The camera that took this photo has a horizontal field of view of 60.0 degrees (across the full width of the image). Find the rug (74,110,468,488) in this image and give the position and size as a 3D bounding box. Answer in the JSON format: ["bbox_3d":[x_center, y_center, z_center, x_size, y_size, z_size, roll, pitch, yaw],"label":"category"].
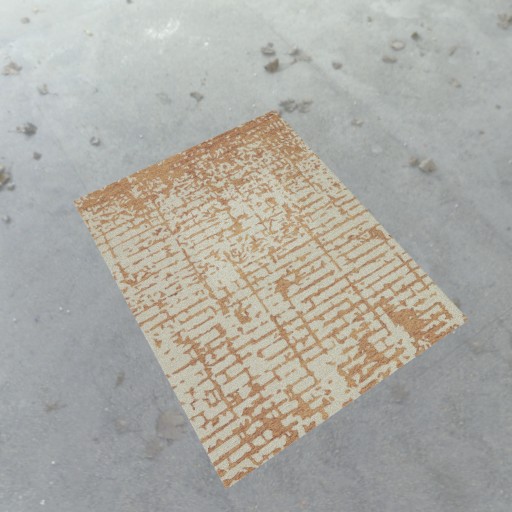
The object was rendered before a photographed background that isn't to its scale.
[{"bbox_3d":[0.000,0.000,4.165,2.441,0.011,3.050,-29,64,-15],"label":"rug"}]
